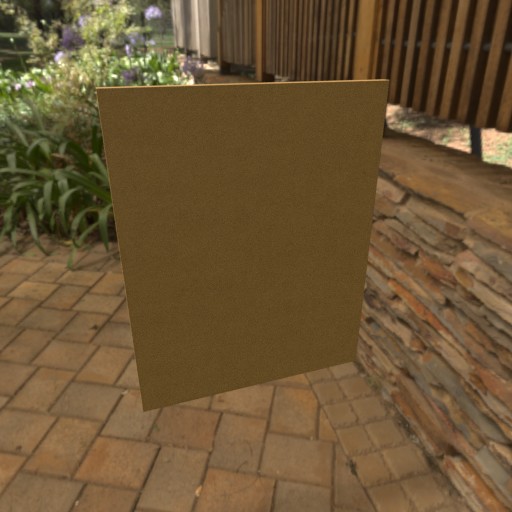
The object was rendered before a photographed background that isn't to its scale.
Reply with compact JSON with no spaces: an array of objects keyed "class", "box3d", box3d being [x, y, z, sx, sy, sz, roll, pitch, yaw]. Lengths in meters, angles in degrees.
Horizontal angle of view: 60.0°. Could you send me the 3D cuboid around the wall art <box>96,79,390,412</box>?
[{"class":"wall art","box3d":[0.000,0.000,1.376,0.798,1.002,0.030,-9,27,-17]}]
